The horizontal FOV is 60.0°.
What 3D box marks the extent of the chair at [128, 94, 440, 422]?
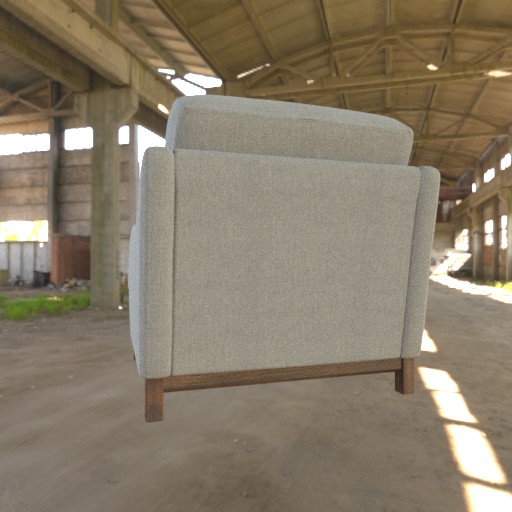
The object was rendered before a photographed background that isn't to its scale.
[{"bbox_3d":[0.000,0.000,1.521,0.826,0.821,0.892,0,0,-18],"label":"chair"}]
